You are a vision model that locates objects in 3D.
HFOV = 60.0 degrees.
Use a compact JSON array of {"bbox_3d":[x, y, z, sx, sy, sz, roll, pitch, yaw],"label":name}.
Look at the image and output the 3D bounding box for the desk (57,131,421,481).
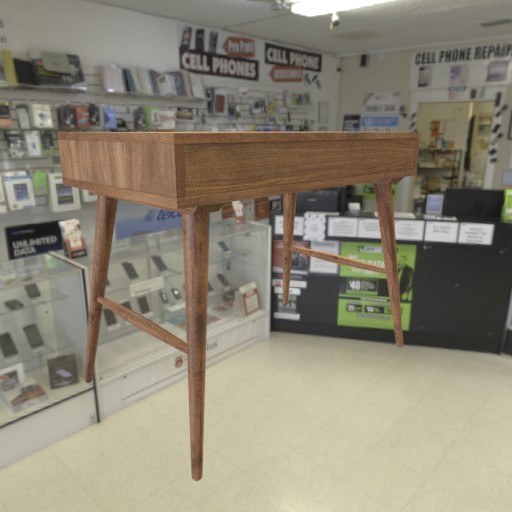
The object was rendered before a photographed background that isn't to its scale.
[{"bbox_3d":[0.000,0.000,1.408,0.949,0.758,0.588,-15,22,-42],"label":"desk"}]
